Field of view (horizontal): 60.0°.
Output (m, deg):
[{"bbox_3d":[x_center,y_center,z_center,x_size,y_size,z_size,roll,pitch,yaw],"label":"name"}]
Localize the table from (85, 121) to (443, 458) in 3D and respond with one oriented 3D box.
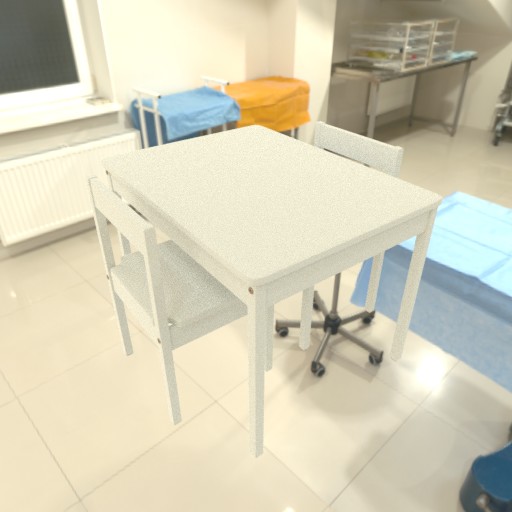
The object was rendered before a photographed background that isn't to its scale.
[{"bbox_3d":[0.000,0.000,1.122,0.672,0.503,0.650,-22,39,-30],"label":"table"}]
